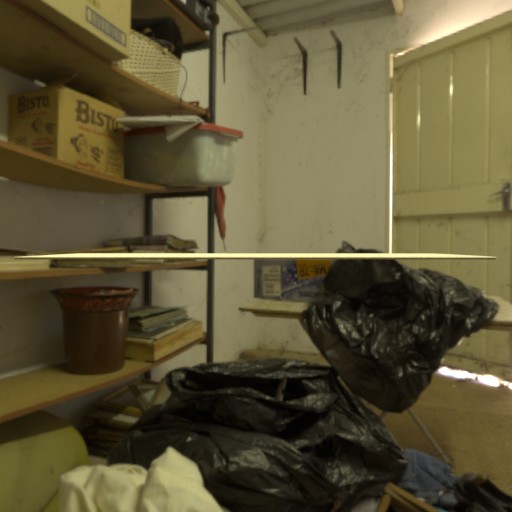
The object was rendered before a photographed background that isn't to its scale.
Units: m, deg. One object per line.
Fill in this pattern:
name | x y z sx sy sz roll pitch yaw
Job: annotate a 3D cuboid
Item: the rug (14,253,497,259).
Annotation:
rug | 0.000 0.000 2.628 2.450 0.014 0.793 0 2 0
